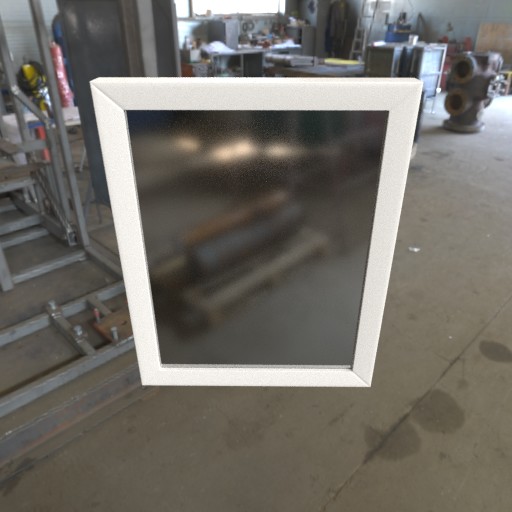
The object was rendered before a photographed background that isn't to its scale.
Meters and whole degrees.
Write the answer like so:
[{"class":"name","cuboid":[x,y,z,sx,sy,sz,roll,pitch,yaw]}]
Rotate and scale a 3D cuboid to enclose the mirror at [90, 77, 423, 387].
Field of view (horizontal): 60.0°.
[{"class":"mirror","cuboid":[0.000,0.000,0.679,0.405,0.508,0.041,0,29,0]}]
